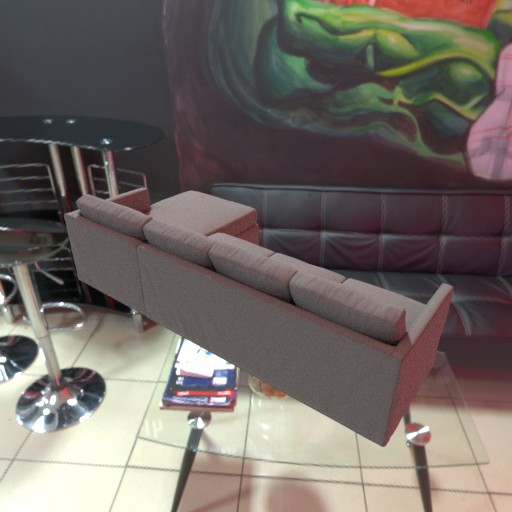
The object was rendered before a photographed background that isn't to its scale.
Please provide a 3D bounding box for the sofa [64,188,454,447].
[{"bbox_3d":[0.000,0.000,3.843,3.177,0.867,1.622,20,35,32],"label":"sofa"}]
